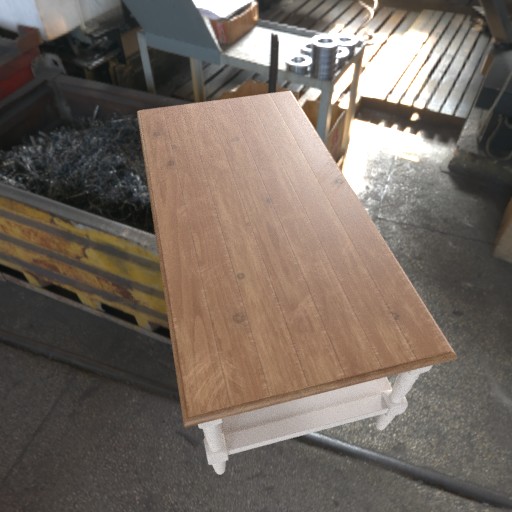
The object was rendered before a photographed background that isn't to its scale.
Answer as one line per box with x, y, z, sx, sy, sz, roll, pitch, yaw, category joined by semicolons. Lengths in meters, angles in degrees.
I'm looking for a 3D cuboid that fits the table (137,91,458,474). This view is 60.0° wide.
0.000;0.000;1.375;0.559;0.458;1.118;-11;49;-10;table
